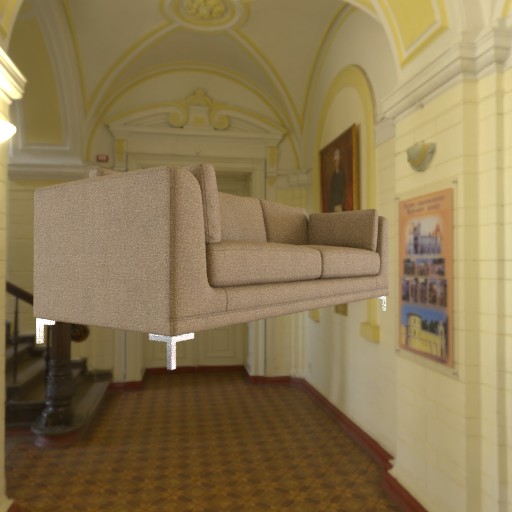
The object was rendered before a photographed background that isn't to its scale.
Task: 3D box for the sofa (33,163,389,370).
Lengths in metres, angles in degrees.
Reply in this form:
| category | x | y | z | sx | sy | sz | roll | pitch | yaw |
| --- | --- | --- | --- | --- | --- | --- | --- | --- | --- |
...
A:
| category | x | y | z | sx | sy | sz | roll | pitch | yaw |
| --- | --- | --- | --- | --- | --- | --- | --- | --- | --- |
| sofa | 0.000 | 0.000 | 2.870 | 0.969 | 0.867 | 2.415 | 0 | -1 | 35 |
